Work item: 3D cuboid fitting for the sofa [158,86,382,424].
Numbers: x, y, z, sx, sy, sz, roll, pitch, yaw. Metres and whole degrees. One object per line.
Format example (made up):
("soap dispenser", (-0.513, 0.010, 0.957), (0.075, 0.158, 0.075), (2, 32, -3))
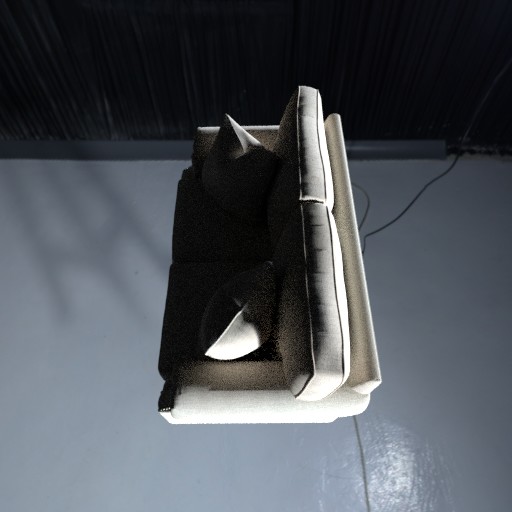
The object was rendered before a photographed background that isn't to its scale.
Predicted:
("sofa", (0.000, 0.000, 2.359), (0.966, 0.966, 1.701), (0, 58, 0))
